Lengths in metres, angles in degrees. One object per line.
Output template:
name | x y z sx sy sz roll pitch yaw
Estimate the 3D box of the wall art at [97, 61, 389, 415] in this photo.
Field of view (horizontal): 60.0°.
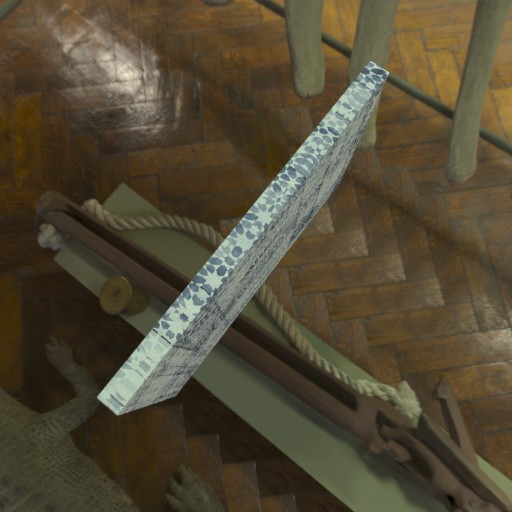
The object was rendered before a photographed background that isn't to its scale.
wall art | 0.000 0.000 1.196 0.057 0.608 0.911 36 79 9
